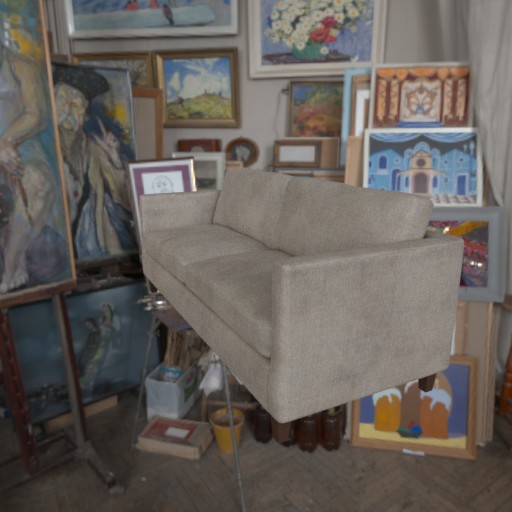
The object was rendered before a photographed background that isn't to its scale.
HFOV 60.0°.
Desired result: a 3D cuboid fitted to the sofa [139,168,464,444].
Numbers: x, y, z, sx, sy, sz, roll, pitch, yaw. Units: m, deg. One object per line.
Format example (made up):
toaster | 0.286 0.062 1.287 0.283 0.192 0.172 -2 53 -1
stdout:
sofa | 0.000 0.000 2.718 0.951 0.965 2.208 -8 17 -26
